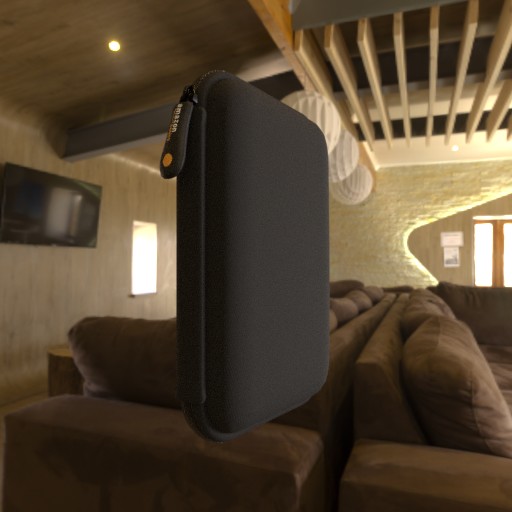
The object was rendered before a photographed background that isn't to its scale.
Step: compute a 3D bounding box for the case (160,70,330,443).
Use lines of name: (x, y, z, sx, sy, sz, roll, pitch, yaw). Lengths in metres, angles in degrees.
case: (0.000, 0.000, 0.196, 0.030, 0.147, 0.107, -1, -2, 36)
